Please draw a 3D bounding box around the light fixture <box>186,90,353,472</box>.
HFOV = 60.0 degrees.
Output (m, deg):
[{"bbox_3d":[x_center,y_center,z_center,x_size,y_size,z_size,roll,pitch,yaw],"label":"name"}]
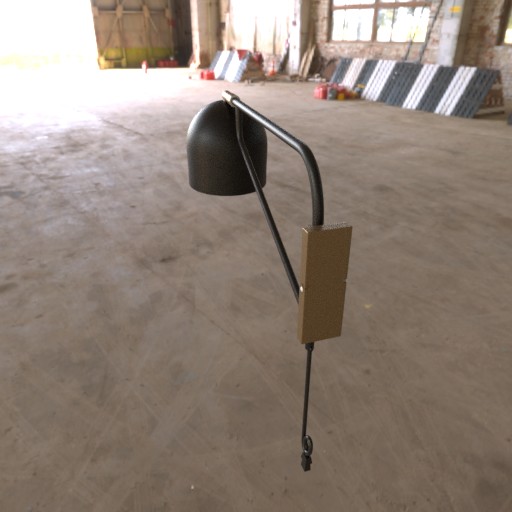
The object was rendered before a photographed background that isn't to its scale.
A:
[{"bbox_3d":[0.000,0.000,1.062,0.215,0.696,0.720,-8,28,-16],"label":"light fixture"}]
